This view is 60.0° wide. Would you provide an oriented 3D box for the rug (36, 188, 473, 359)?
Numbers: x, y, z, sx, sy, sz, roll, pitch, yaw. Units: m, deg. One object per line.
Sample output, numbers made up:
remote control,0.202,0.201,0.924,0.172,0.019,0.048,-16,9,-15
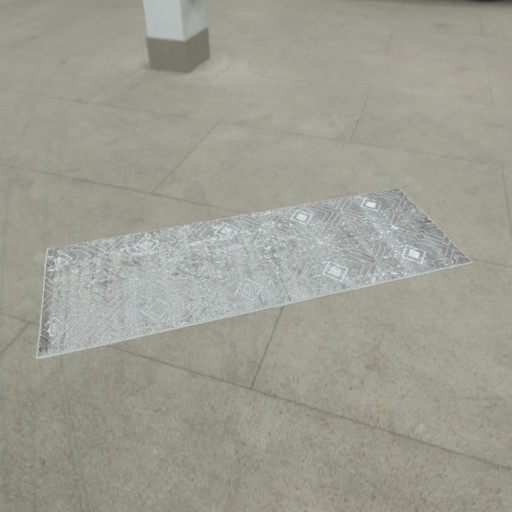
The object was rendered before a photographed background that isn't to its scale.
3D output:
rug,0.000,0.000,2.618,2.381,0.035,0.832,-11,42,-12
